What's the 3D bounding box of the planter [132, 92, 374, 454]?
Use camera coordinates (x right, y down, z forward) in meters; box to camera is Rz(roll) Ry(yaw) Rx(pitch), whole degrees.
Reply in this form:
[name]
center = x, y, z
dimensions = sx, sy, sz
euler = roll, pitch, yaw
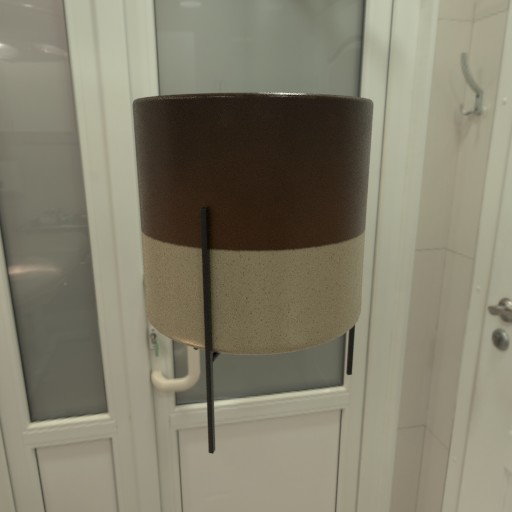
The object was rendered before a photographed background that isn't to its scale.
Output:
[planter]
center = 0.000, 0.000, 0.710
dimensions = 0.354, 0.465, 0.345
euler = -3, 16, -11
